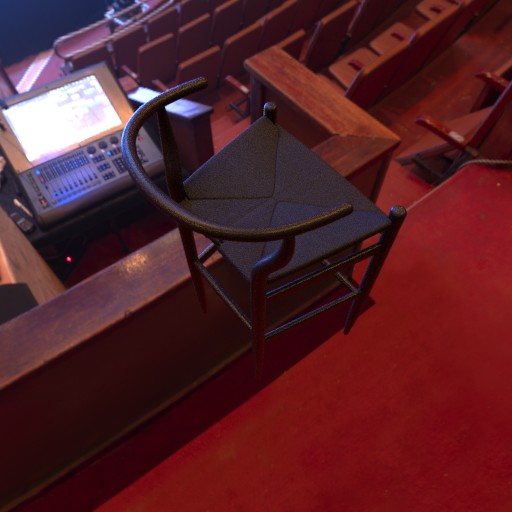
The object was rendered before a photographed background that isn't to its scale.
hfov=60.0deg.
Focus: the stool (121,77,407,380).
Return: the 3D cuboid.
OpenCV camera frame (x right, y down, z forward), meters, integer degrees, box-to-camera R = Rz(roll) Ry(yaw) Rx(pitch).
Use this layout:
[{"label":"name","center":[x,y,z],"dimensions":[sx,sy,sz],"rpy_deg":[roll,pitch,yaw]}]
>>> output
[{"label":"stool","center":[0.000,0.000,1.414],"dimensions":[0.579,1.072,0.569],"rpy_deg":[-34,64,-19]}]
